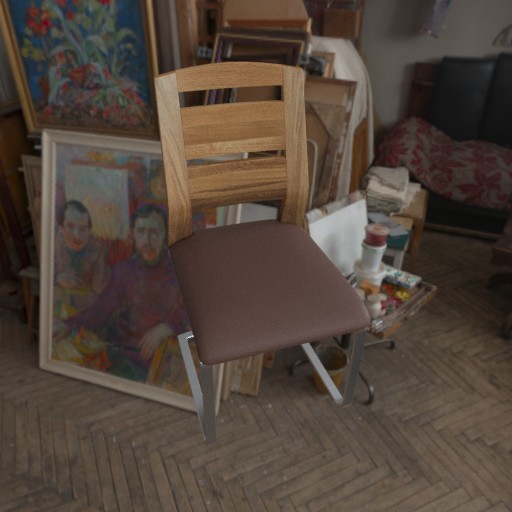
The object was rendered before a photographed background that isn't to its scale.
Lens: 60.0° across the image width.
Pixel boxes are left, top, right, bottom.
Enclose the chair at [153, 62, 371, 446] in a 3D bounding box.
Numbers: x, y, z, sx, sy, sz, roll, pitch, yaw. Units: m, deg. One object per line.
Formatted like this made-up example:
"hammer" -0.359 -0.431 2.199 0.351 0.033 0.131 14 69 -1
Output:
"chair" 0.000 0.000 1.281 0.460 0.970 0.570 -10 33 -15
